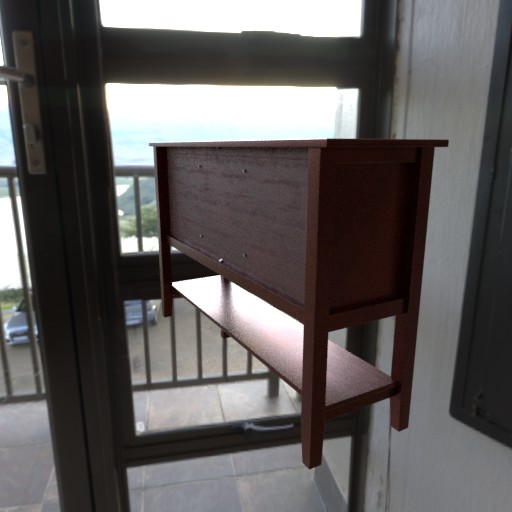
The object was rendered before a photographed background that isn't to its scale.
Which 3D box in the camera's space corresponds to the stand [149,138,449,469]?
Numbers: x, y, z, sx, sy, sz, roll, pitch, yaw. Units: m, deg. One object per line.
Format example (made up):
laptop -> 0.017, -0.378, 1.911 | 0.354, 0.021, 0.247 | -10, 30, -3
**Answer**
stand -> 0.000, 0.000, 1.740 | 0.410, 0.872, 1.362 | -8, 16, -28
